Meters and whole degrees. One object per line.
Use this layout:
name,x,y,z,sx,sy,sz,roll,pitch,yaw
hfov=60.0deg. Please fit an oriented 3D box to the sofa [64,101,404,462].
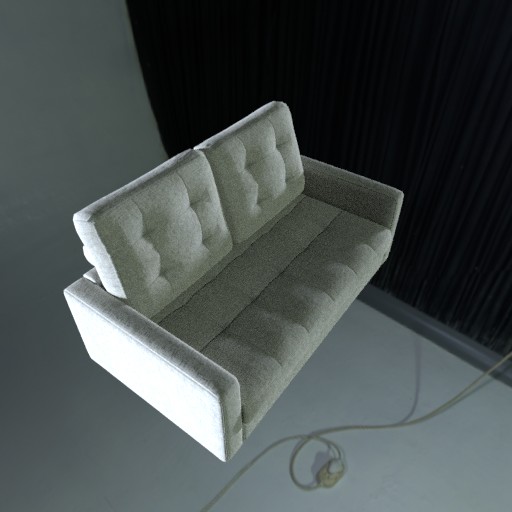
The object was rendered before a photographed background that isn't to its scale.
sofa,0.000,0.000,1.985,0.842,0.907,1.407,26,48,26
